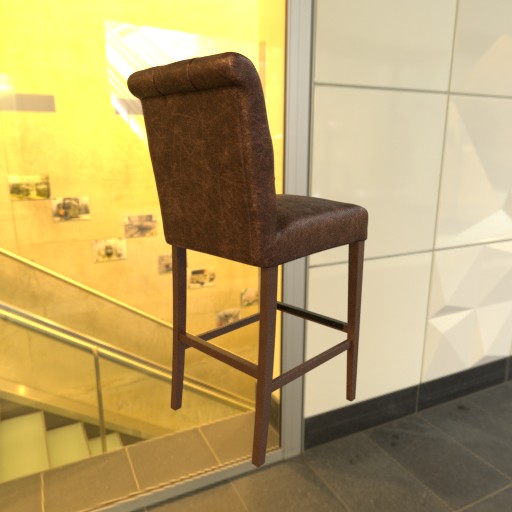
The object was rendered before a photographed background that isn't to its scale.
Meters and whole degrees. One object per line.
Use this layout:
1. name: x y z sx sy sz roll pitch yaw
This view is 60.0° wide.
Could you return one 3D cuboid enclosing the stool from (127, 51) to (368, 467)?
1. stool: 0.000 0.000 1.516 0.483 1.168 0.659 13 19 43
